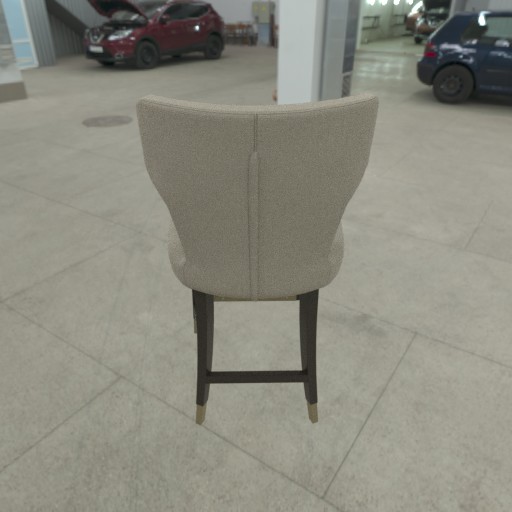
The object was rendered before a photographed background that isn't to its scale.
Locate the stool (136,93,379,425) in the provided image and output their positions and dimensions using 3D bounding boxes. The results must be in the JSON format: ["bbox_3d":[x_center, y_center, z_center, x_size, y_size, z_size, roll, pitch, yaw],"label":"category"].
[{"bbox_3d":[0.000,0.000,1.329,0.527,0.982,0.563,0,30,-1],"label":"stool"}]
